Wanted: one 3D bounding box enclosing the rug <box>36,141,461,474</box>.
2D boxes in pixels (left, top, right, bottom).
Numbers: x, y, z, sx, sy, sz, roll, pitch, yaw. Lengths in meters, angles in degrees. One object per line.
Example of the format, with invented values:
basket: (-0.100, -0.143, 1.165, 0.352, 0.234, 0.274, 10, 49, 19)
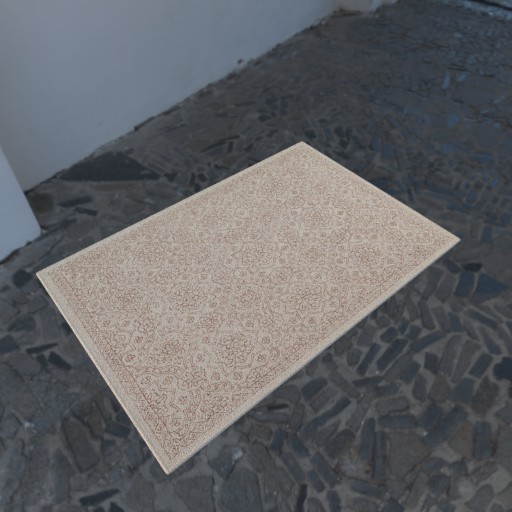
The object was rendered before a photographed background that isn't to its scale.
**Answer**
rug: (0.000, 0.000, 2.278, 1.829, 0.010, 1.219, -31, 55, -26)
